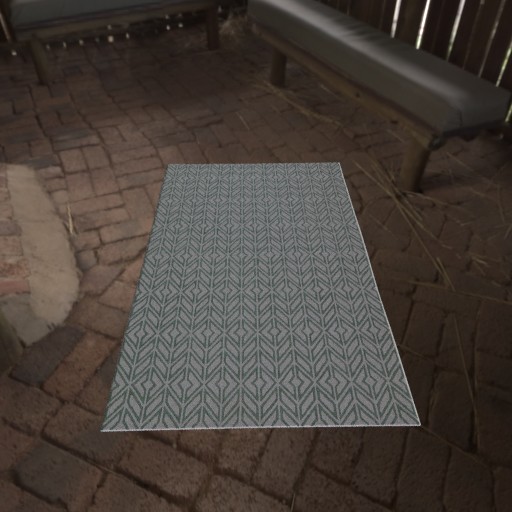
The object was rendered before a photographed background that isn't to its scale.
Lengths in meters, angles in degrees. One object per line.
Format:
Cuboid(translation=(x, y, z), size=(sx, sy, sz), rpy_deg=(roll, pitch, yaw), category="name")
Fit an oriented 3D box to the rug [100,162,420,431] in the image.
Cuboid(translation=(0.000, 0.000, 2.998), size=(1.517, 0.011, 2.435), rpy_deg=(-1, 42, -1), category="rug")
